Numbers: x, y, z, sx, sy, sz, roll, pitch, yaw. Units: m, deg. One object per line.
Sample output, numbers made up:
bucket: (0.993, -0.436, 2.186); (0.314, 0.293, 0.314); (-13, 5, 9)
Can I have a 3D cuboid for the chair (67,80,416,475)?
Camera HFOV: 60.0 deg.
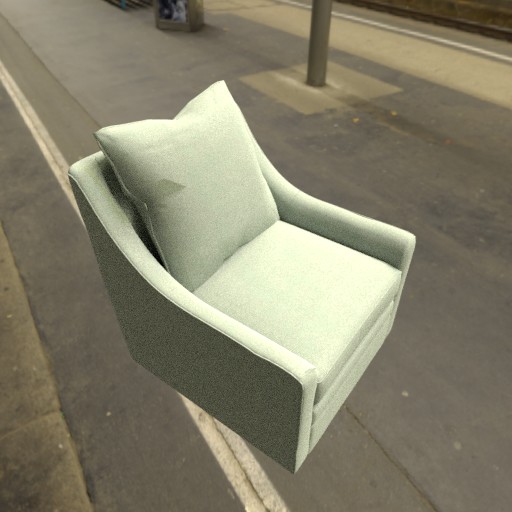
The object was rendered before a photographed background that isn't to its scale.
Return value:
chair: (0.000, 0.000, 1.544); (0.870, 0.926, 0.760); (25, 45, 28)
